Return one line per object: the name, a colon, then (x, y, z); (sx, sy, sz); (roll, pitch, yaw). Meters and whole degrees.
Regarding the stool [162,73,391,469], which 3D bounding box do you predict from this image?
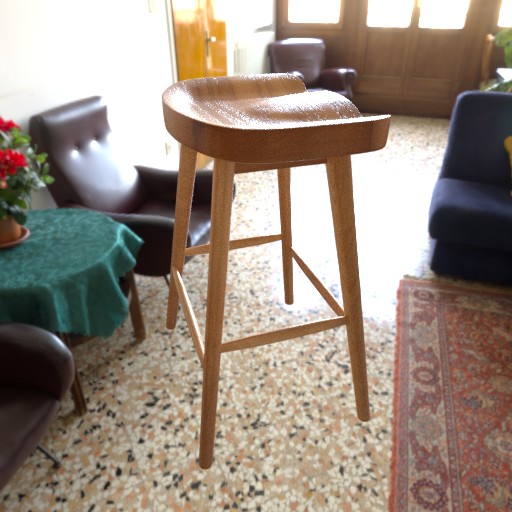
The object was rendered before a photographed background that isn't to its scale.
stool: (0.000, 0.000, 0.886); (0.361, 0.615, 0.440); (-10, 33, -16)
